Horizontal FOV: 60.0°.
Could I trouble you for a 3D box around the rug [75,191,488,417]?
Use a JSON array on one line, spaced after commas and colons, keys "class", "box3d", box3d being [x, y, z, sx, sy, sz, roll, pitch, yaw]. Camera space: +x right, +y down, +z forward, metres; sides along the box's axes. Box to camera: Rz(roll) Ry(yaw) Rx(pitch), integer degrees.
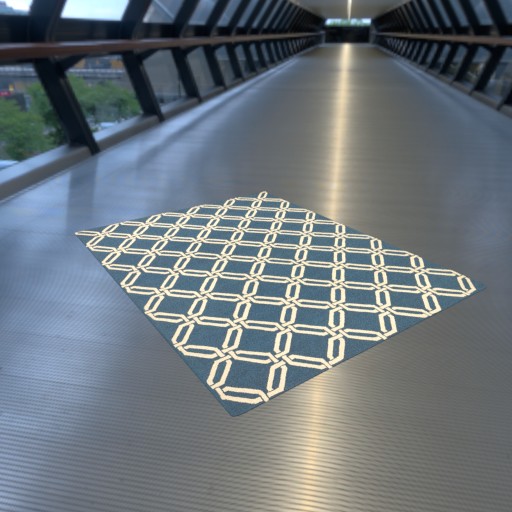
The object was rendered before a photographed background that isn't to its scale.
[{"class": "rug", "box3d": [0.000, 0.000, 3.793, 2.277, 0.020, 2.867, -17, 30, -31]}]
